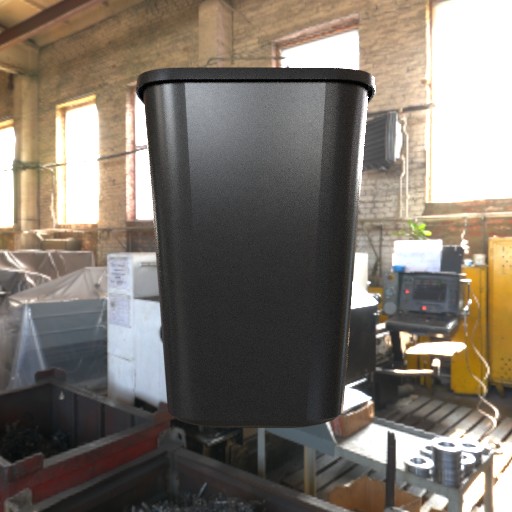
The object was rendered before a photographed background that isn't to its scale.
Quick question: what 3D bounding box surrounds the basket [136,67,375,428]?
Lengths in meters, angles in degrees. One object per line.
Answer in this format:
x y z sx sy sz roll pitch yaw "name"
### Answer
0.000 0.000 0.506 0.211 0.307 0.300 0 1 0 "basket"
